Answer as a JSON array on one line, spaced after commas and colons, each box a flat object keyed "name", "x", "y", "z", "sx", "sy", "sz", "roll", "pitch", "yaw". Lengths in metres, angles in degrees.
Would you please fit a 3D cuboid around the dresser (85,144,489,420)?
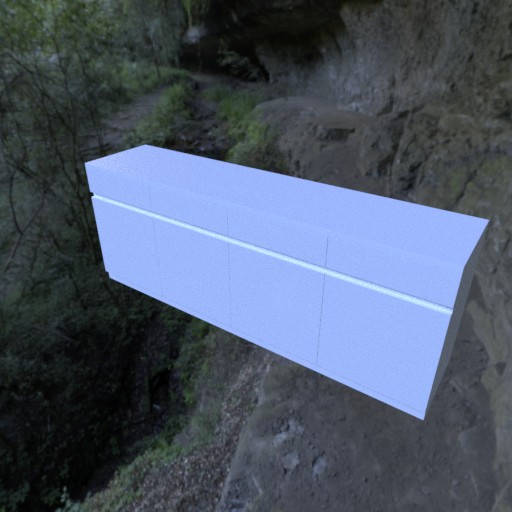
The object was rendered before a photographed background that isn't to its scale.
[{"name": "dresser", "x": 0.000, "y": 0.000, "z": 2.559, "sx": 2.200, "sy": 0.840, "sz": 0.500, "roll": 19, "pitch": 34, "yaw": 29}]
